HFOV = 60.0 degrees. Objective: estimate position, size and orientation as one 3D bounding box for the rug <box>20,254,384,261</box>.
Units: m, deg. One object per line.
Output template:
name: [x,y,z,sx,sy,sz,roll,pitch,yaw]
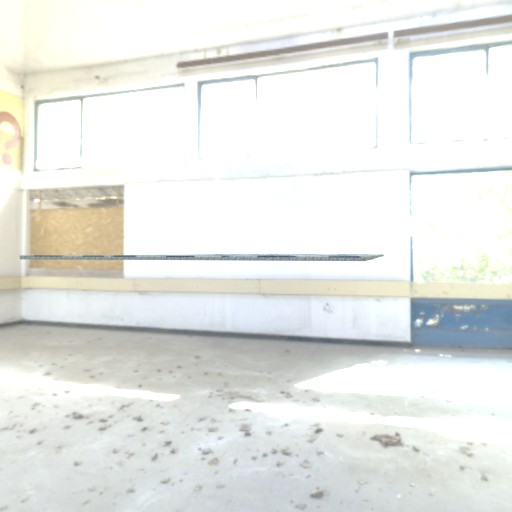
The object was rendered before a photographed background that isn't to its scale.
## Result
rug: [0.000,0.000,2.288,1.235,0.014,1.829,0,0,18]
